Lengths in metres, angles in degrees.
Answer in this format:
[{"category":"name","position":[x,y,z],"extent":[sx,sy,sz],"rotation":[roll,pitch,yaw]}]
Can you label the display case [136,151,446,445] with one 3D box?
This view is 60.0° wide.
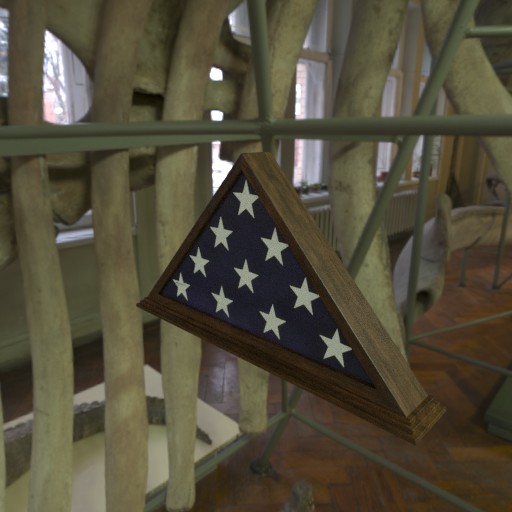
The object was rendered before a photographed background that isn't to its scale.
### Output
[{"category":"display case","position":[0.000,0.000,0.747],"extent":[0.640,0.340,0.095],"rotation":[15,22,42]}]
